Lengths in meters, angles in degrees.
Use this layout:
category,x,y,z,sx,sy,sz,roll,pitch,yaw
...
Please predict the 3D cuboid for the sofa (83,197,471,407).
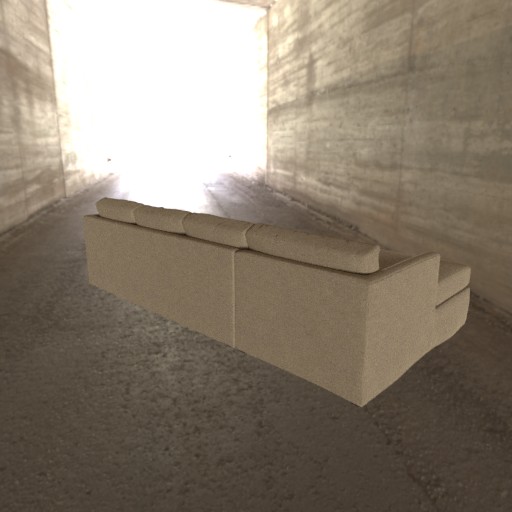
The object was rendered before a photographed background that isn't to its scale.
category,x,y,z,sx,sy,sz,roll,pitch,yaw
sofa,0.000,0.000,3.942,3.198,0.920,1.638,13,19,42
